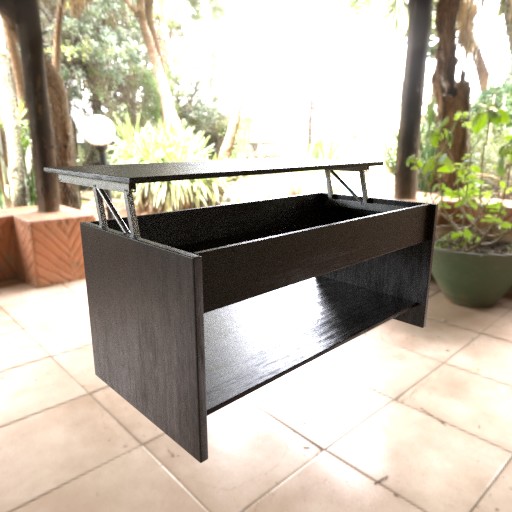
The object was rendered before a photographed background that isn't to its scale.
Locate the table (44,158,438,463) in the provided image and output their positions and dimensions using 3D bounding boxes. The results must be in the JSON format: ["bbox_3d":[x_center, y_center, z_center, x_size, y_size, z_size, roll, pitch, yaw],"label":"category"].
[{"bbox_3d":[0.000,0.000,1.424,1.000,0.570,0.712,-14,20,-42],"label":"table"}]
